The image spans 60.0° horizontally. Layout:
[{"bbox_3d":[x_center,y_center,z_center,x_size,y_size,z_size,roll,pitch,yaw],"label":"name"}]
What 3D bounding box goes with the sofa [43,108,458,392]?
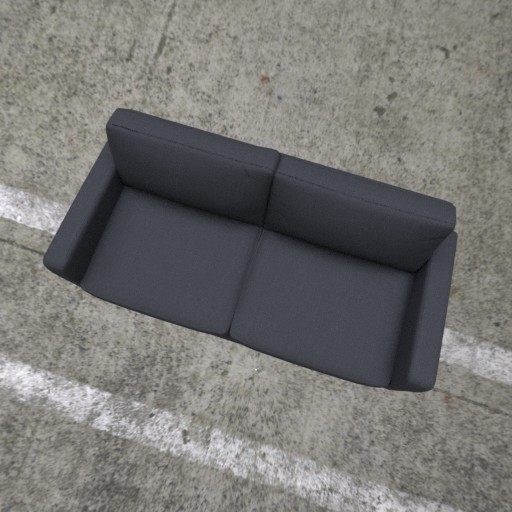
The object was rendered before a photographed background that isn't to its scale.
[{"bbox_3d":[0.000,0.000,2.249,1.852,0.839,0.898,17,76,4],"label":"sofa"}]
